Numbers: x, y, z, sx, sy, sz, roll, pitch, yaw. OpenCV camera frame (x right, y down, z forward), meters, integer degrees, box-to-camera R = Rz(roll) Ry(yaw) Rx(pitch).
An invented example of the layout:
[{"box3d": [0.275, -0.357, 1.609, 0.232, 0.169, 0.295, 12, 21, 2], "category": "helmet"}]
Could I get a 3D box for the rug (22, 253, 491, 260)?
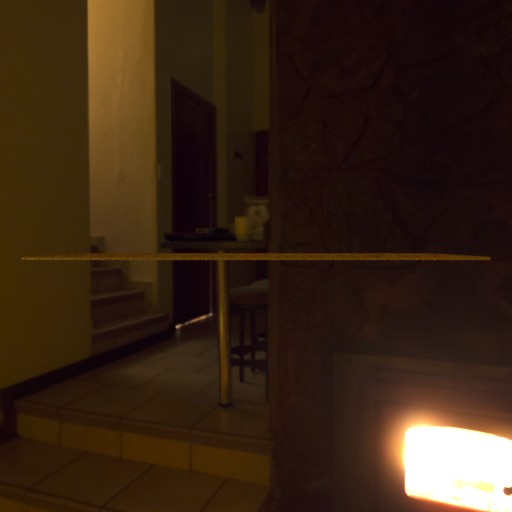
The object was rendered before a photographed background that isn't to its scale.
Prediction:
[{"box3d": [0.000, 0.000, 2.490, 2.297, 0.019, 0.659, 0, 2, 0], "category": "rug"}]
